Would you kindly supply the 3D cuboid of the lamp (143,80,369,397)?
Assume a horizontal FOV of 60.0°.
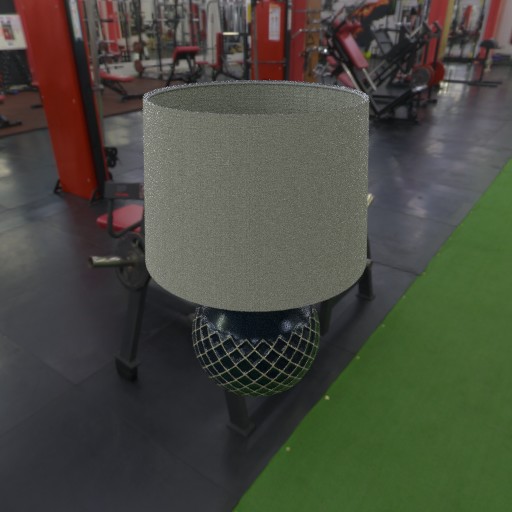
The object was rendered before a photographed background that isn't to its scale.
[{"bbox_3d":[0.000,0.000,0.778,0.376,0.540,0.376,0,28,0],"label":"lamp"}]
